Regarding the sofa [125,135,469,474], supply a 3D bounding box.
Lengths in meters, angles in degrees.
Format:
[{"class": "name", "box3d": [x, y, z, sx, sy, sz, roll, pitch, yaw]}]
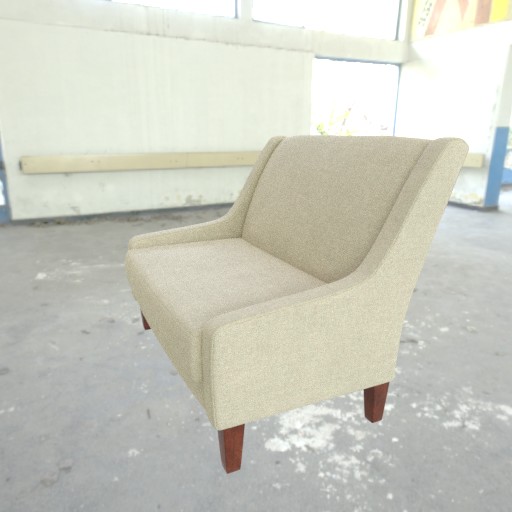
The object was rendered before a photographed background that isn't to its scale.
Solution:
[{"class": "sofa", "box3d": [0.000, 0.000, 1.859, 0.946, 0.976, 1.212, -7, 17, -25]}]
